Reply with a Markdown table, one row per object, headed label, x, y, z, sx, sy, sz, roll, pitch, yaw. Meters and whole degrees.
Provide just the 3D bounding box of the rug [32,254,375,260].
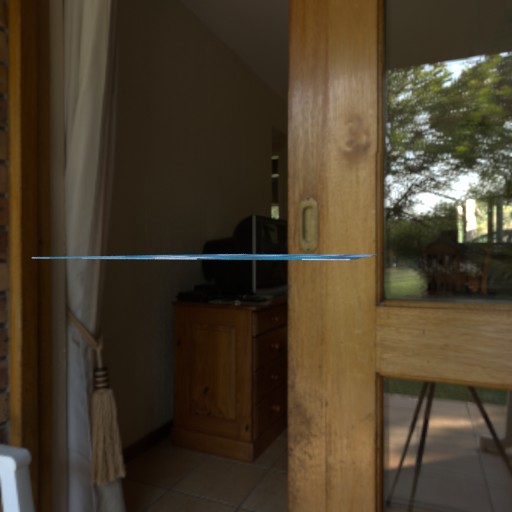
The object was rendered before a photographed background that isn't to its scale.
| label | x | y | z | sx | sy | sz | roll | pitch | yaw |
| --- | --- | --- | --- | --- | --- | --- | --- | --- | --- |
| rug | 0.000 | 0.000 | 3.061 | 1.528 | 0.005 | 2.420 | 0 | 1 | 18 |
